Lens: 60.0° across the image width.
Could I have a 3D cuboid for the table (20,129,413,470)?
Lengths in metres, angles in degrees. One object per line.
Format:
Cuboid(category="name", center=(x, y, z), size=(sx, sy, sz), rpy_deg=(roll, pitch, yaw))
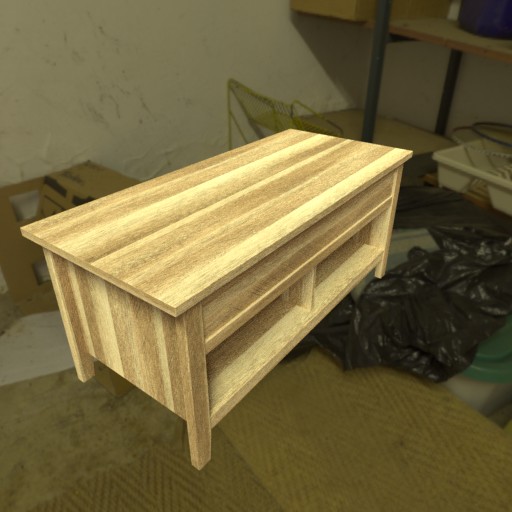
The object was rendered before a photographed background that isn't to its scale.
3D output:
Cuboid(category="table", center=(0.000, 0.000, 1.358), size=(0.493, 0.480, 1.095), rpy_deg=(21, 36, 31))
